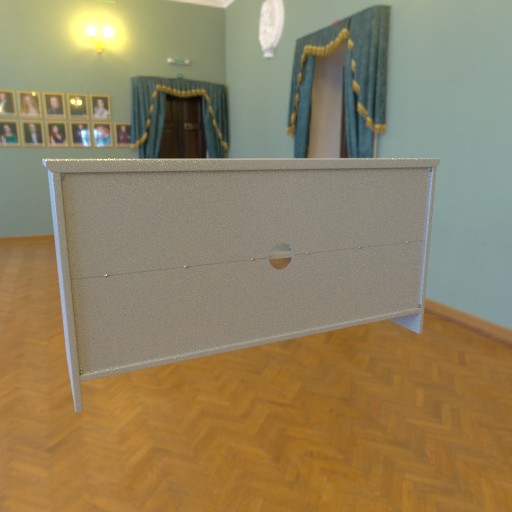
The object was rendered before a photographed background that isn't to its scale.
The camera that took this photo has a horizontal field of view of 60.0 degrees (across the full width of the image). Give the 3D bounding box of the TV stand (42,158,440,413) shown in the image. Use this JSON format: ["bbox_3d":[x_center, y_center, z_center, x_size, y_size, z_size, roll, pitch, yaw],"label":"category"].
[{"bbox_3d":[0.000,0.000,1.410,1.167,0.603,0.344,-6,14,-25],"label":"TV stand"}]
